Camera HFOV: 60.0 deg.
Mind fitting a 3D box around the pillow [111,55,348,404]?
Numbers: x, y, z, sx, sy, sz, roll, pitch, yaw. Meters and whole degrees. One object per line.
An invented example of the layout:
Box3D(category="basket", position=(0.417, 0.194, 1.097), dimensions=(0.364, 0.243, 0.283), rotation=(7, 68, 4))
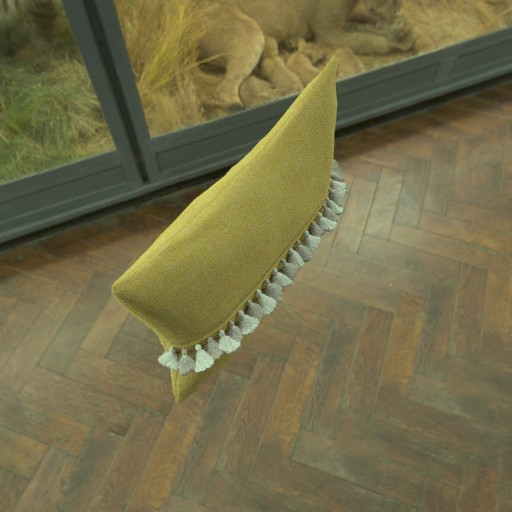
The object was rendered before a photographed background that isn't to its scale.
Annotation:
Box3D(category="pillow", position=(0.000, 0.000, 0.746), dimensions=(0.167, 0.481, 0.485), rotation=(31, 64, 17))
